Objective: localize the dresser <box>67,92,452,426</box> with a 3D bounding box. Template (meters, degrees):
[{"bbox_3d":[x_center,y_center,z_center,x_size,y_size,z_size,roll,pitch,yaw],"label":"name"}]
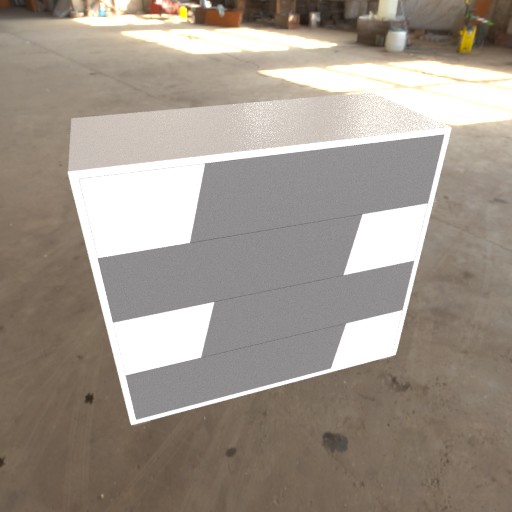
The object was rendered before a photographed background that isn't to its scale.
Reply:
[{"bbox_3d":[0.000,0.000,1.659,1.100,1.000,0.460,-10,35,-15],"label":"dresser"}]
